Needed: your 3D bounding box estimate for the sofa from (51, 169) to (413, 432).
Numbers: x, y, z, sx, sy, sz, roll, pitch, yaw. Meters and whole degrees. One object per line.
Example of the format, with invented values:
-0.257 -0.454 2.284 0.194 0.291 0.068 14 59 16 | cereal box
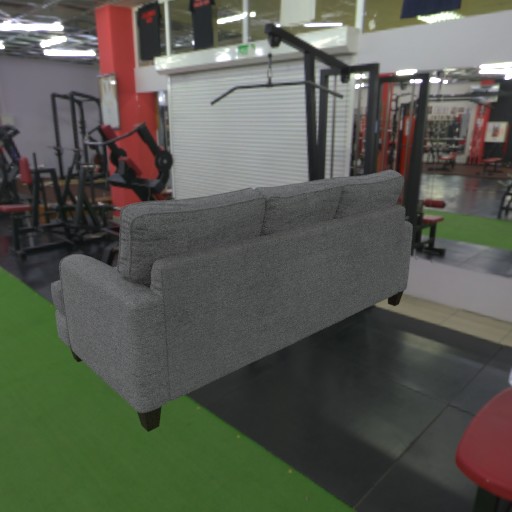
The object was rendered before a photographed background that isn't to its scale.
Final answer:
0.000 0.000 2.719 2.158 0.965 0.951 -15 22 -41 | sofa
